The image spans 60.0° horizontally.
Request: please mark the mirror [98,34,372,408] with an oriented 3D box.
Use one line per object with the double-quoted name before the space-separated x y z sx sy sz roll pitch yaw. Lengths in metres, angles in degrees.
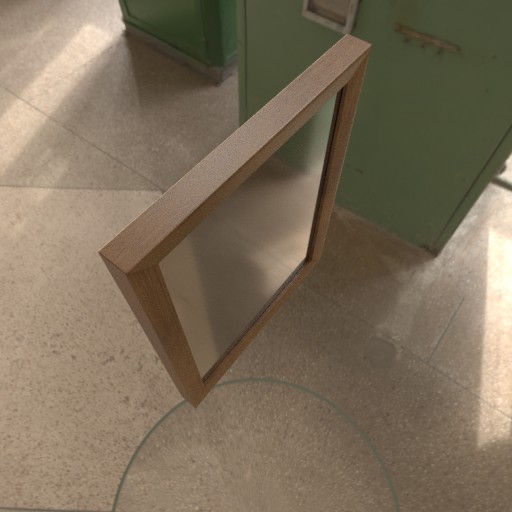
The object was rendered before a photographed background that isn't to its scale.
"mirror" 0.000 0.000 0.679 0.041 0.508 0.405 34 65 19
